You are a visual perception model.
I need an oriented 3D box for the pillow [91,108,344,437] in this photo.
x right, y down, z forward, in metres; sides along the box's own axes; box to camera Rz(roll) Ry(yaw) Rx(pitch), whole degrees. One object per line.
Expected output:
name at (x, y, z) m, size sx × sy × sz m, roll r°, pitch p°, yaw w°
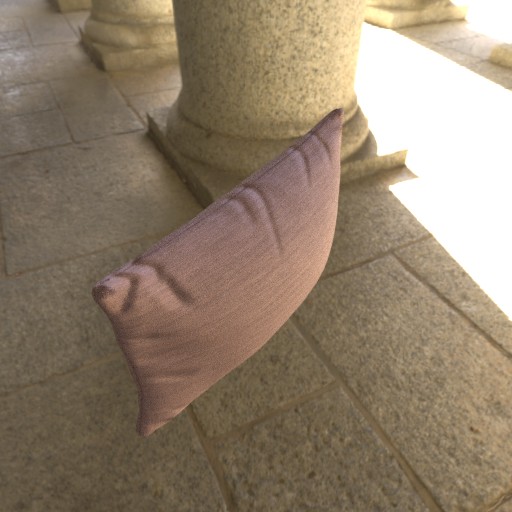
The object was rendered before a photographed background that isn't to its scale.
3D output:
pillow at (0.000, 0.000, 0.800) m, size 0.210 × 0.338 × 0.633 m, roll 24°, pitch 46°, yaw 25°
